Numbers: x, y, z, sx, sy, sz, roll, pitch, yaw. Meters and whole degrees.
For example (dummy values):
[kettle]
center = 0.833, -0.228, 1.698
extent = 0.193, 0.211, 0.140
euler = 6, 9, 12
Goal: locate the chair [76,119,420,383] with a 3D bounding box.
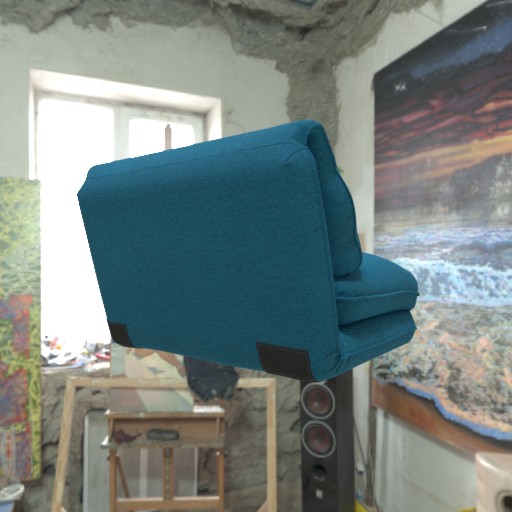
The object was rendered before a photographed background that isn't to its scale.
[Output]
[chair]
center = 0.000, 0.000, 1.388
extent = 0.820, 0.580, 0.780
euler = 0, 0, 37
